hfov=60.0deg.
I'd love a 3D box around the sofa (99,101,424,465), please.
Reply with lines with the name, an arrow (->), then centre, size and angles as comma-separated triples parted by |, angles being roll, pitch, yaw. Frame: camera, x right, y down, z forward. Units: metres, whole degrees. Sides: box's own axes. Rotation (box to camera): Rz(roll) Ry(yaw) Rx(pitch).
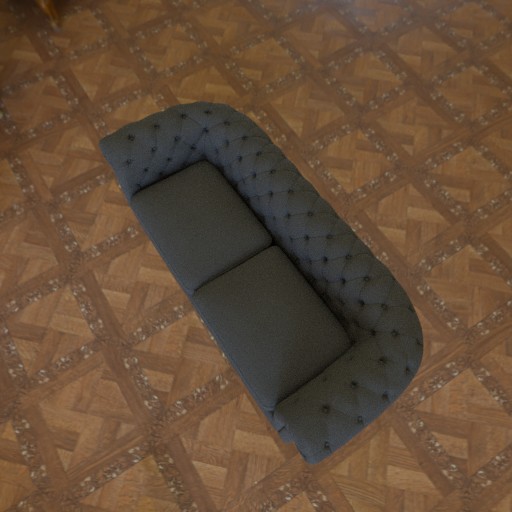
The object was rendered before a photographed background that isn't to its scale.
sofa -> 0.000, 0.000, 2.857 | 0.991, 0.762, 2.362 | -31, 67, -15
